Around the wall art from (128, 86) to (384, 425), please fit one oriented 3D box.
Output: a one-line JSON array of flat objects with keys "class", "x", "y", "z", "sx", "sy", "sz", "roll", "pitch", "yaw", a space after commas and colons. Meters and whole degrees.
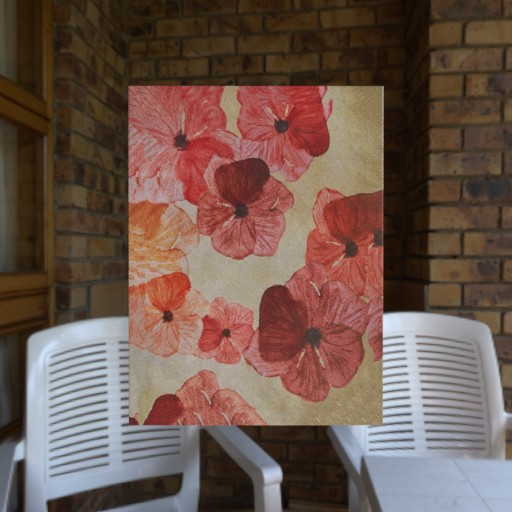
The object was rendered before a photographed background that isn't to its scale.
[{"class": "wall art", "x": 0.000, "y": 0.000, "z": 1.340, "sx": 0.762, "sy": 1.015, "sz": 0.031, "roll": 0, "pitch": 0, "yaw": 0}]
